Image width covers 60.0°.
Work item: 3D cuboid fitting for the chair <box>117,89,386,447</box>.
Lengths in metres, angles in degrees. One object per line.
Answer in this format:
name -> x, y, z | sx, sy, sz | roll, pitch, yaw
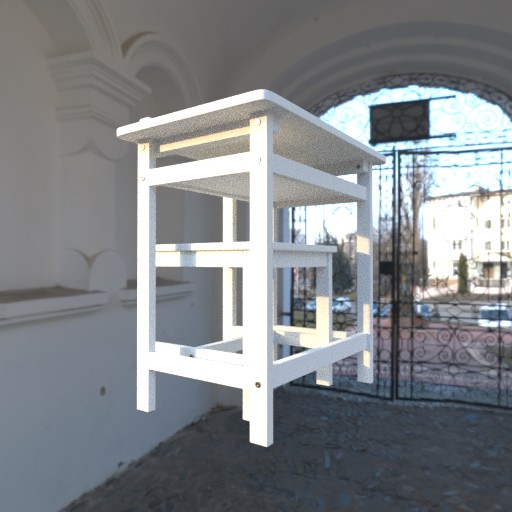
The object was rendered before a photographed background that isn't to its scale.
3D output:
chair -> 0.000, 0.000, 1.093 | 0.461, 0.673, 0.599 | 0, -1, 35
